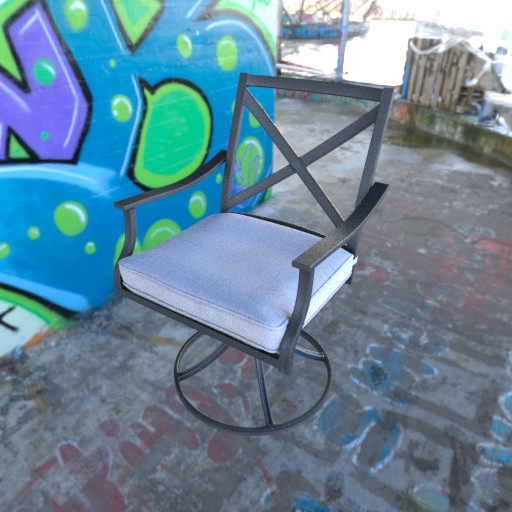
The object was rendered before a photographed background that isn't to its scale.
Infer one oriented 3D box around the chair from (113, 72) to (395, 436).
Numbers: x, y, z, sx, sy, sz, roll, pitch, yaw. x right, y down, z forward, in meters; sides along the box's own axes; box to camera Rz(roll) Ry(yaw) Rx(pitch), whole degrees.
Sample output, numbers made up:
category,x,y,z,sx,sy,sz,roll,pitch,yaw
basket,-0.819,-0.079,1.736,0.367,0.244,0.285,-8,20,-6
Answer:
category,x,y,z,sx,sy,sz,roll,pitch,yaw
chair,0.000,0.000,1.289,0.575,0.889,0.620,19,35,28
